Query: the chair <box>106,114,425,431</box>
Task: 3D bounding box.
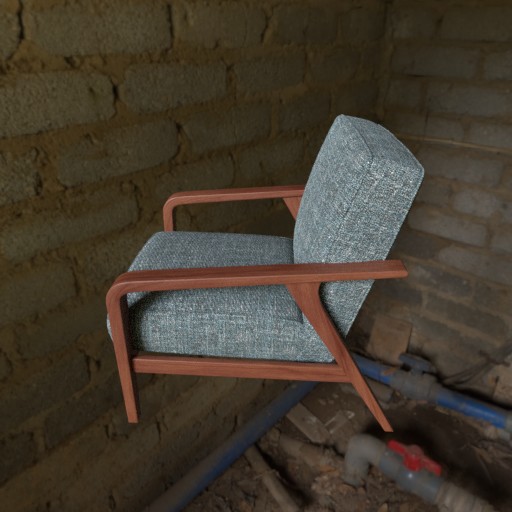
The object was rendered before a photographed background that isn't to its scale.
[{"bbox_3d":[0.000,0.000,1.506,0.889,0.864,0.719,1,27,2],"label":"chair"}]
